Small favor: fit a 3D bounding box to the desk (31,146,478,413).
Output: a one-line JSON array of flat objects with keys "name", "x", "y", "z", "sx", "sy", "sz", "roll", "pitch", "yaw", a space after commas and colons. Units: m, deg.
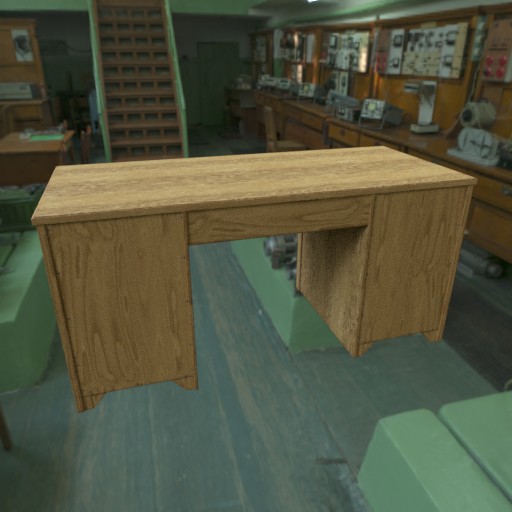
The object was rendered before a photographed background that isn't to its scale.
[{"name": "desk", "x": 0.000, "y": 0.000, "z": 1.944, "sx": 1.567, "sy": 0.751, "sz": 0.685, "roll": -7, "pitch": 26, "yaw": -15}]
